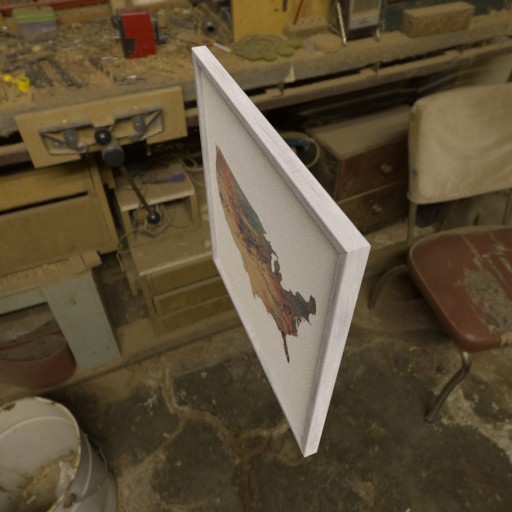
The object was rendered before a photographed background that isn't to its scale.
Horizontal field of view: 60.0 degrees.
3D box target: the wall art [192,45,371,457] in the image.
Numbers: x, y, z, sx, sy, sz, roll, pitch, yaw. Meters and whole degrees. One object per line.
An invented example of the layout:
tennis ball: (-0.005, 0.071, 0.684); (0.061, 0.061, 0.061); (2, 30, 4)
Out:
wall art: (0.000, 0.000, 0.448); (0.015, 0.303, 0.303); (-16, 48, -15)
